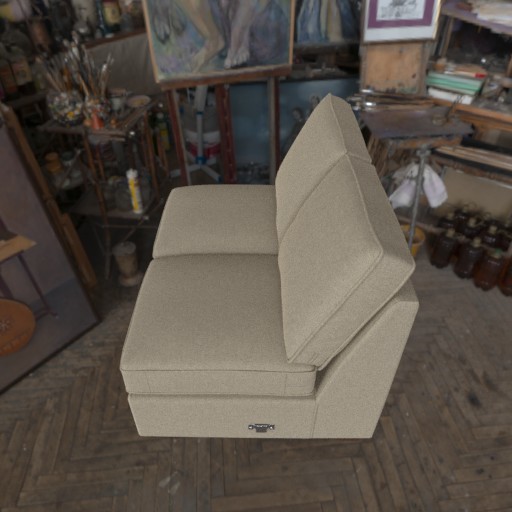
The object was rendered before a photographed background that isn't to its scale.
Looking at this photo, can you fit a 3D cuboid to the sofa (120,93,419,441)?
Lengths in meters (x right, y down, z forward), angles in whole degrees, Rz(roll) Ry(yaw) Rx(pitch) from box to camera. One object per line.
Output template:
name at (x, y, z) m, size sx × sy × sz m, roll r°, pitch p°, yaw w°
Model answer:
sofa at (0.000, 0.000, 1.946) m, size 0.951 × 1.008 × 1.237 m, roll 0°, pitch 40°, yaw 0°
